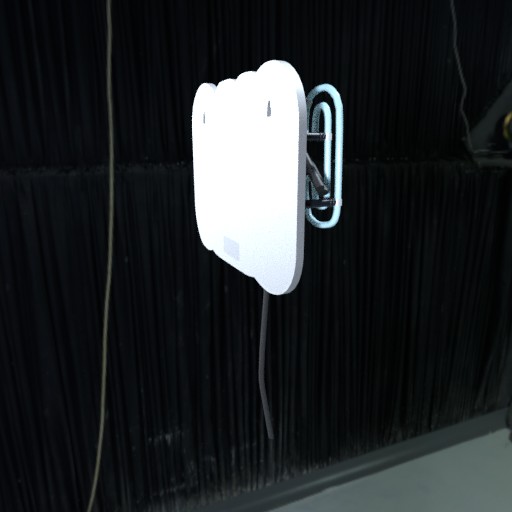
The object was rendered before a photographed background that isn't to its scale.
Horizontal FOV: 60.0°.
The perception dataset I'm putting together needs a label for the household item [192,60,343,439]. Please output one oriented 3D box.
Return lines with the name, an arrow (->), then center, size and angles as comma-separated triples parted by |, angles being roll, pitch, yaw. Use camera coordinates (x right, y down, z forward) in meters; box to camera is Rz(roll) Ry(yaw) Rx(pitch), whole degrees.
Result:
household item -> 0.000, 0.000, 0.387 | 0.042, 0.294, 0.211 | -7, 16, -24
